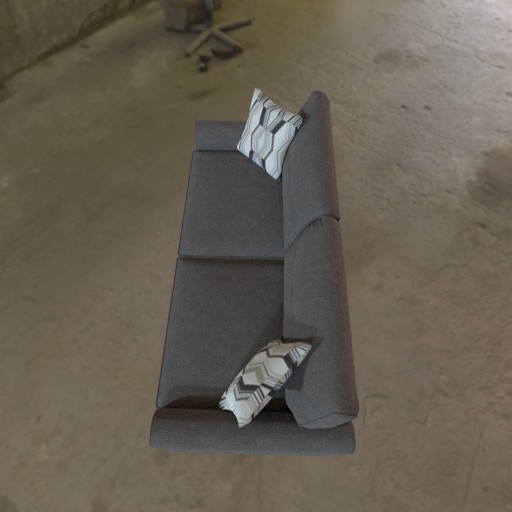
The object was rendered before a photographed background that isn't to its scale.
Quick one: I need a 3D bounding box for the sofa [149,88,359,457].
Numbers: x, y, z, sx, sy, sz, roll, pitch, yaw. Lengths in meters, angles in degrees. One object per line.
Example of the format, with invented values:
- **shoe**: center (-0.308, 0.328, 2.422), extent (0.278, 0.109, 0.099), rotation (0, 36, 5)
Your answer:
- **sofa**: center (0.000, 0.000, 2.471), extent (0.889, 0.813, 2.032), rotation (1, 57, 1)
